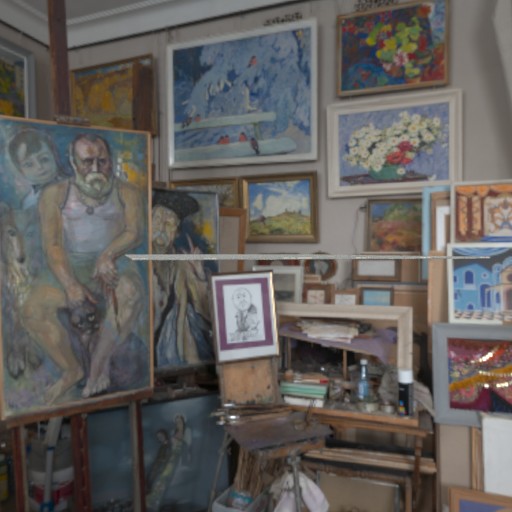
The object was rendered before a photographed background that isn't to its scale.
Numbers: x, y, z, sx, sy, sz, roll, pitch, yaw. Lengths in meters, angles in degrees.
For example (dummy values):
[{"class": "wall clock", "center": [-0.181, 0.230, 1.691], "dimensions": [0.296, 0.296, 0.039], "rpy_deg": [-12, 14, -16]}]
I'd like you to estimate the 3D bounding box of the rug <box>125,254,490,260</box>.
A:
[{"class": "rug", "center": [0.000, 0.000, 4.378], "dimensions": [2.438, 0.013, 3.353], "rpy_deg": [0, 1, -17]}]
